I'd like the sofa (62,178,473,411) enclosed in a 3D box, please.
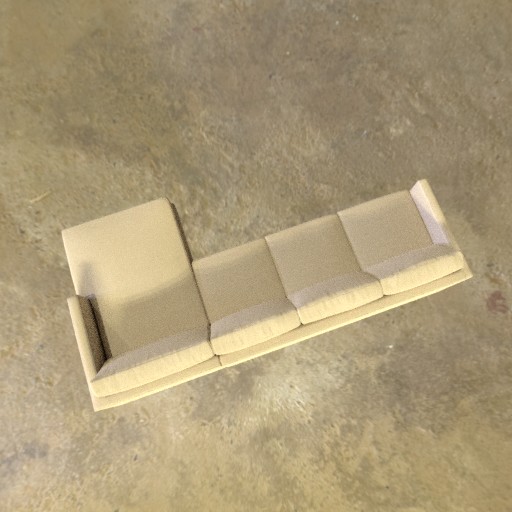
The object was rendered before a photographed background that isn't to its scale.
[{"bbox_3d":[0.000,0.000,3.893,3.206,0.871,1.622,-19,76,-5],"label":"sofa"}]
